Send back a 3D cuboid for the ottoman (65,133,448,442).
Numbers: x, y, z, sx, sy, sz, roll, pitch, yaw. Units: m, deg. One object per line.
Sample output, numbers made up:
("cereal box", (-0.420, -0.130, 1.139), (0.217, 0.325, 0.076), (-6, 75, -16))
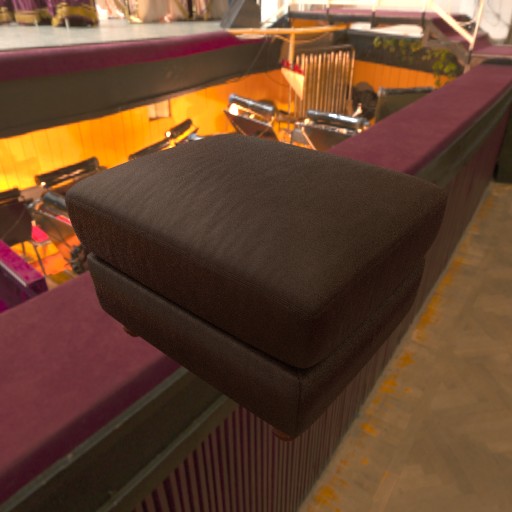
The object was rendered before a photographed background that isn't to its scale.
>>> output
("ottoman", (0.000, 0.000, 1.255), (0.806, 0.569, 0.670), (23, 38, 33))
